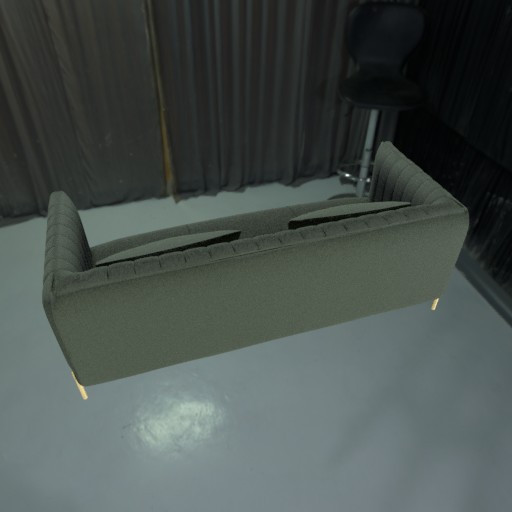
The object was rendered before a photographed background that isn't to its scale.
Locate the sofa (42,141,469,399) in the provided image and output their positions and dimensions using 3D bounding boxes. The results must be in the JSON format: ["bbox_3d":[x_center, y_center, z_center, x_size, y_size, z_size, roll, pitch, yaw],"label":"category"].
[{"bbox_3d":[0.000,0.000,2.556,2.137,0.793,0.896,-11,42,-13],"label":"sofa"}]
